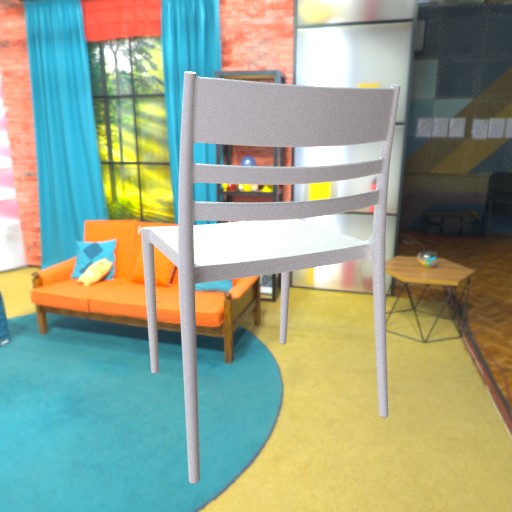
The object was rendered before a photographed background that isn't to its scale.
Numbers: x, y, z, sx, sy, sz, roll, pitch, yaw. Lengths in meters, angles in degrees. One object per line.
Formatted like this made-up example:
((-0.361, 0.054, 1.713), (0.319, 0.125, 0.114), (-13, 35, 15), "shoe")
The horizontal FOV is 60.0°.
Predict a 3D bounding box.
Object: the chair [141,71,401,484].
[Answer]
((0.000, 0.000, 1.126), (0.531, 0.800, 0.511), (-7, 17, -25), "chair")
